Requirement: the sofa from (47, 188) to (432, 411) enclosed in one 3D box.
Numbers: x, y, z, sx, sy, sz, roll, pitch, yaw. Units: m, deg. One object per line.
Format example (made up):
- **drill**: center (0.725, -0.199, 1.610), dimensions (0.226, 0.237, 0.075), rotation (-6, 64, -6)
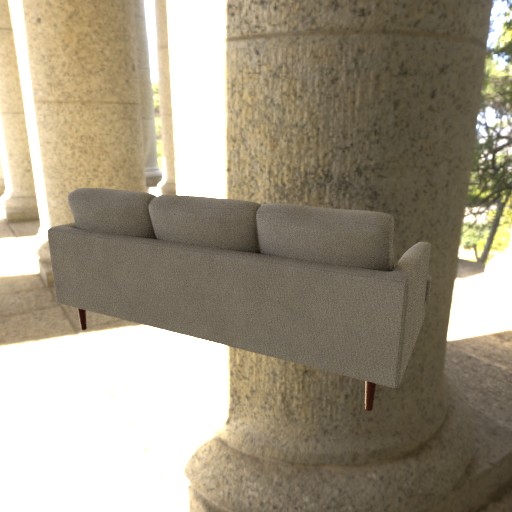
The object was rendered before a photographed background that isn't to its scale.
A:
- **sofa**: center (0.000, 0.000, 3.018), dimensions (2.233, 0.956, 1.504), rotation (8, 18, 26)
